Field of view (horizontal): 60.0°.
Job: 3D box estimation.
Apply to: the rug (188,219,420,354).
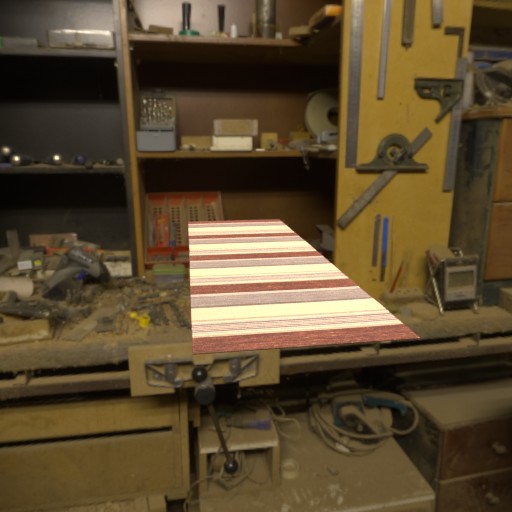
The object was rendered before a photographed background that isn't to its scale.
[{"bbox_3d":[0.000,0.000,2.659,0.792,0.006,2.437,-2,15,-8],"label":"rug"}]
